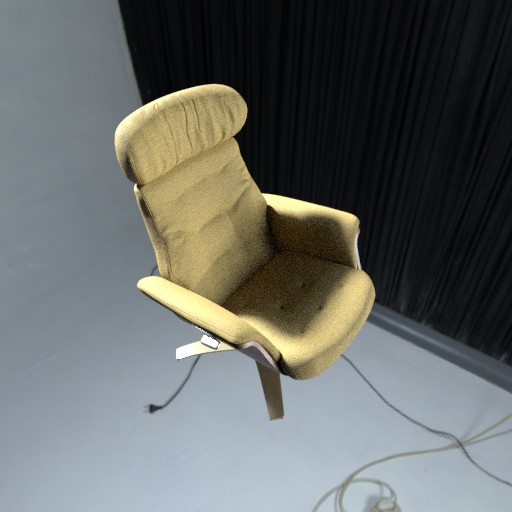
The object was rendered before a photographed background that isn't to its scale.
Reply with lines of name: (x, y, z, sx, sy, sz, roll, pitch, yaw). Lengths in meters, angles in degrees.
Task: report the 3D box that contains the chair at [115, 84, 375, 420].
chair: (0.000, 0.000, 1.603, 0.837, 0.995, 0.785, 26, 46, 28)
